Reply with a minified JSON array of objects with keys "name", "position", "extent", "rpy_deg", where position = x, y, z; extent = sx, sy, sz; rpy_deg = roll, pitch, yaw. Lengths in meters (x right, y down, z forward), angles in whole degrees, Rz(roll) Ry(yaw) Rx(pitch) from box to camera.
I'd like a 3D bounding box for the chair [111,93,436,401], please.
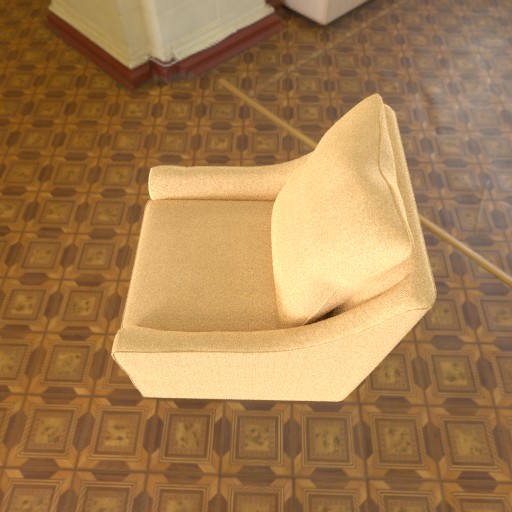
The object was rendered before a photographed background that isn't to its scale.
[{"name":"chair","position":[0.000,0.000,1.538],"extent":[0.876,0.927,0.760],"rpy_deg":[1,57,1]}]
